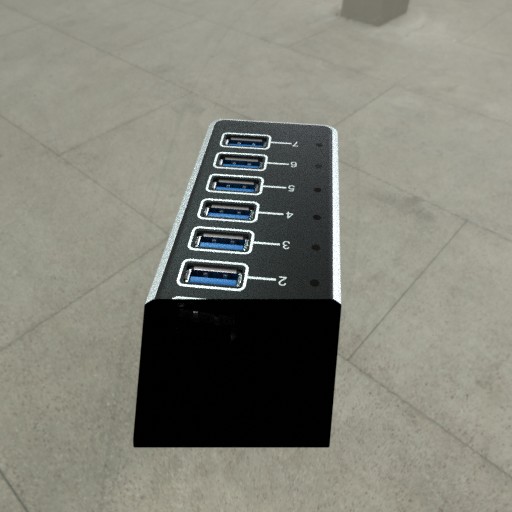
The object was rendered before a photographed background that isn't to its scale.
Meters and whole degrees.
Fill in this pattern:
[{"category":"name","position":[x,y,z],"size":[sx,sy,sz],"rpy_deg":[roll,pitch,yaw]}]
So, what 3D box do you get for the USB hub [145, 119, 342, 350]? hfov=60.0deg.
[{"category":"USB hub","position":[0.000,0.000,0.125],"size":[0.044,0.023,0.110],"rpy_deg":[5,47,5]}]
